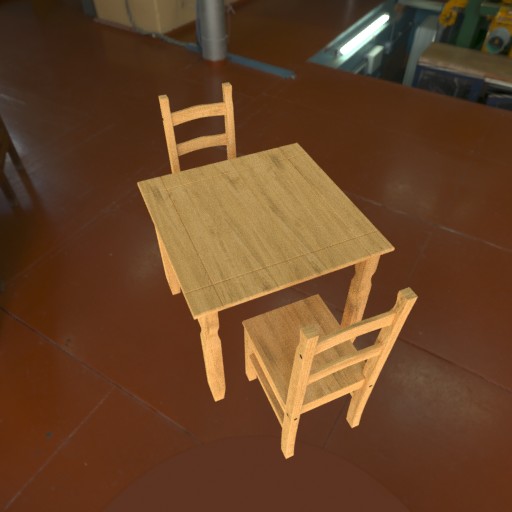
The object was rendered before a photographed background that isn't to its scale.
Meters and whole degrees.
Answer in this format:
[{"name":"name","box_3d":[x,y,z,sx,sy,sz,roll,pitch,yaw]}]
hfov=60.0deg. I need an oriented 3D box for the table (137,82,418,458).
[{"name":"table","box_3d":[0.000,0.000,2.045,0.813,0.942,1.501,-18,49,-16]}]
